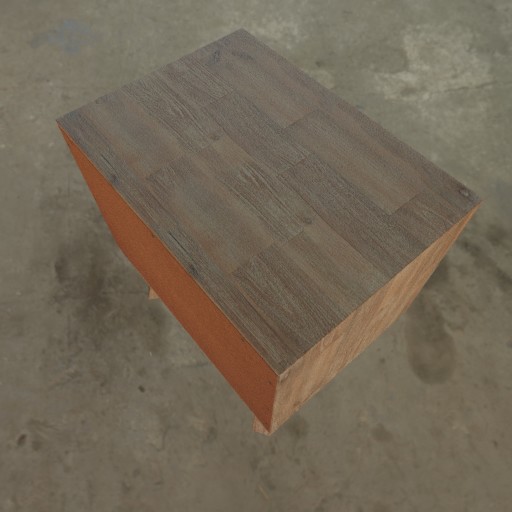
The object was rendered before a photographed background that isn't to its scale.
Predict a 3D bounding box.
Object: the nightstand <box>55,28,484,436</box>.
[{"bbox_3d":[0.000,0.000,0.933,0.396,0.589,0.552,-36,65,-20],"label":"nightstand"}]
